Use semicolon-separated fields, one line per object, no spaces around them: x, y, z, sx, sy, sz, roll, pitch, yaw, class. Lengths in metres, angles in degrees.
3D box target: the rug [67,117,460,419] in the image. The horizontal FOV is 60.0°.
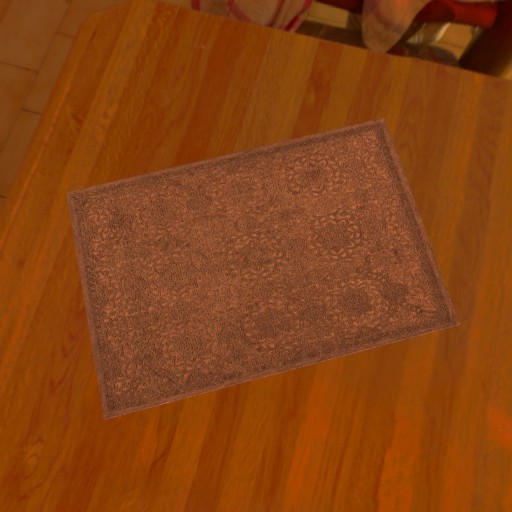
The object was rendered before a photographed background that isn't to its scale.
0.000;0.000;2.332;1.819;0.012;1.208;-14;76;-3;rug
